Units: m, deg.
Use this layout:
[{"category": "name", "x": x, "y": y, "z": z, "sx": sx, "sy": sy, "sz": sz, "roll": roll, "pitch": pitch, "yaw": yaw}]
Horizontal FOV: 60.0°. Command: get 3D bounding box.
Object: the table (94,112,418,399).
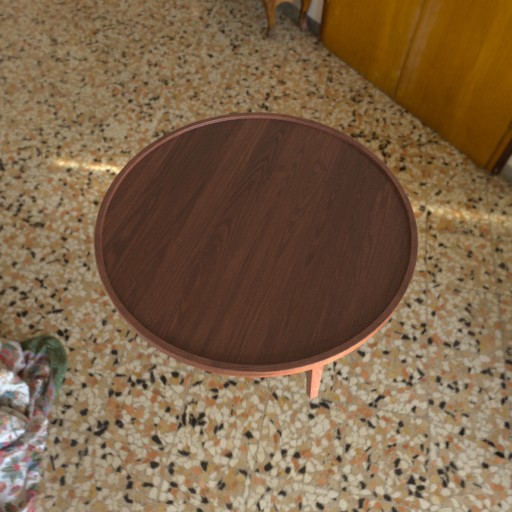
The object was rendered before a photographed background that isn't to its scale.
[{"category": "table", "x": 0.000, "y": 0.000, "z": 1.264, "sx": 0.800, "sy": 0.360, "sz": 0.800, "roll": 0, "pitch": 57, "yaw": 0}]
